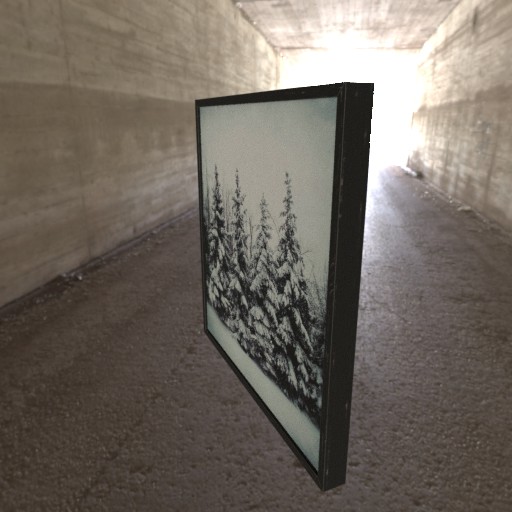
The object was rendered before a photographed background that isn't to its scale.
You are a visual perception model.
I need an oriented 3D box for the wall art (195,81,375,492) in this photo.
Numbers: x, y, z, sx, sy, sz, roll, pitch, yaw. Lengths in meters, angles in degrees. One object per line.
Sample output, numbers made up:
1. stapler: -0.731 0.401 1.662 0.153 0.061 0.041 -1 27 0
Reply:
1. wall art: 0.000 0.000 0.735 0.036 0.506 0.506 -8 19 -23
